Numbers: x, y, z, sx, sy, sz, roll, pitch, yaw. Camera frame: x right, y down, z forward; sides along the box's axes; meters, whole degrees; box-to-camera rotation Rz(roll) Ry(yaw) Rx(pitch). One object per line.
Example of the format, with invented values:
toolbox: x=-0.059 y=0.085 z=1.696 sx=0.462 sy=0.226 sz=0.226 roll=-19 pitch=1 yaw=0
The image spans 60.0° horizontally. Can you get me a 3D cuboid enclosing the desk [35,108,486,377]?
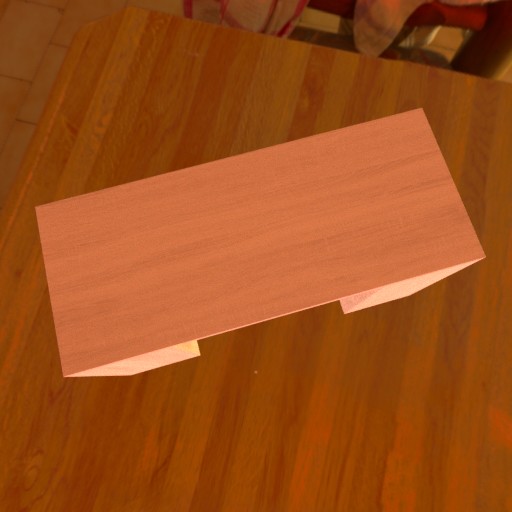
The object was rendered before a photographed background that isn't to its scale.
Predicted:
desk: x=0.000 y=0.000 z=1.824 sx=1.390 sy=0.740 sz=0.600 roll=-15 pitch=76 yaw=-4
